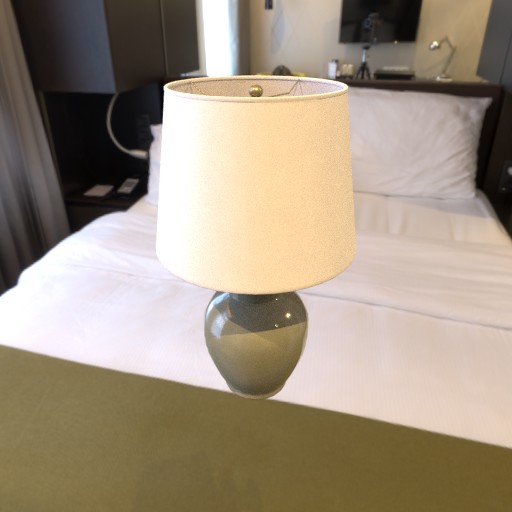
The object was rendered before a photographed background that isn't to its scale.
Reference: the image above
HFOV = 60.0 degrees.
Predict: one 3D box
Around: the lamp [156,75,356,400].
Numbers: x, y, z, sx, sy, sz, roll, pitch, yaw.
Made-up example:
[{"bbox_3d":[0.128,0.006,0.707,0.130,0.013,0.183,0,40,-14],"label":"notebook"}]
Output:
[{"bbox_3d":[0.000,0.000,0.551,0.239,0.399,0.239,0,27,0],"label":"lamp"}]
